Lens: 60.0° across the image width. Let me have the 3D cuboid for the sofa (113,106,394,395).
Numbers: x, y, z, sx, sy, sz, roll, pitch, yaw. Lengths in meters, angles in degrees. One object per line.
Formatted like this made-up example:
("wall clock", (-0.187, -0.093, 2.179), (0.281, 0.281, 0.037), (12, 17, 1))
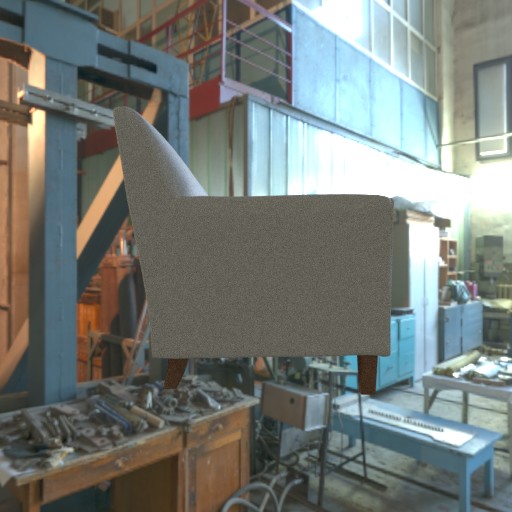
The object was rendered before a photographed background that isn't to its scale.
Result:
("sofa", (0.000, 0.000, 2.060), (0.888, 0.890, 1.482), (0, 0, -1))
